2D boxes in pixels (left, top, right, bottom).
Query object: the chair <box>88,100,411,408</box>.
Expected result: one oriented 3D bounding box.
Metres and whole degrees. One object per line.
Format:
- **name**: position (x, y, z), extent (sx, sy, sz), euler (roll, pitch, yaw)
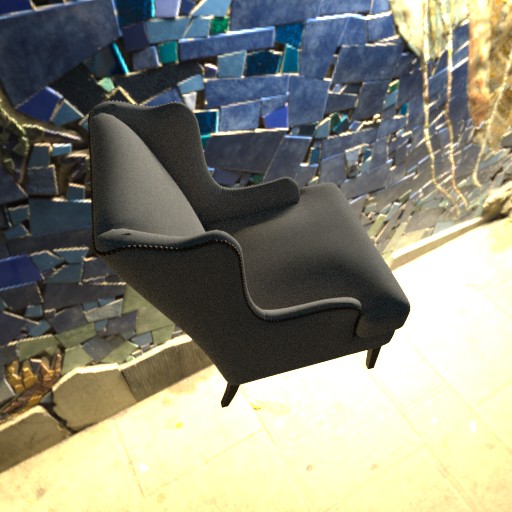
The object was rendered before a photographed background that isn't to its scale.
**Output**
- **chair**: position (0.000, 0.000, 1.643), extent (0.940, 1.029, 0.737), euler (-11, 49, -10)
